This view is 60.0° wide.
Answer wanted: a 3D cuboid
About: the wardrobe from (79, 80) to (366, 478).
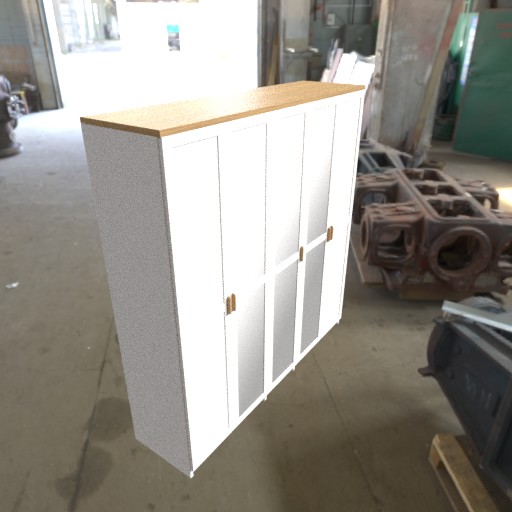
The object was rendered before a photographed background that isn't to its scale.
[{"bbox_3d":[0.000,0.000,3.328,0.590,2.260,2.160,18,32,32],"label":"wardrobe"}]
